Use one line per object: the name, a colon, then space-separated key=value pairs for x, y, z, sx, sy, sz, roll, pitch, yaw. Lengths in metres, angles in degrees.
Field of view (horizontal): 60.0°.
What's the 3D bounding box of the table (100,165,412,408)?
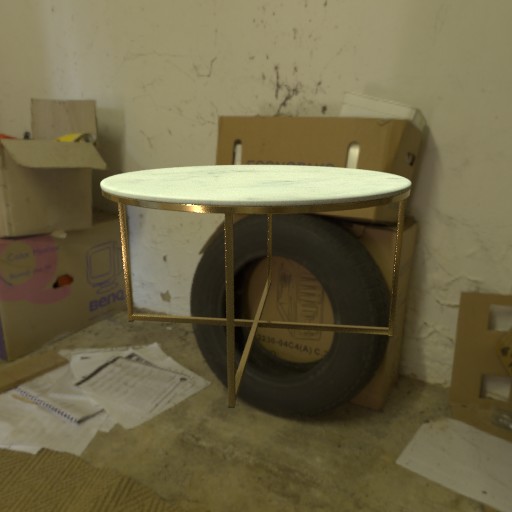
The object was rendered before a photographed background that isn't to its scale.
table: x=0.000 y=0.000 z=1.263 sx=0.800 sy=0.450 sz=0.800 roll=0 pitch=16 yaw=0
